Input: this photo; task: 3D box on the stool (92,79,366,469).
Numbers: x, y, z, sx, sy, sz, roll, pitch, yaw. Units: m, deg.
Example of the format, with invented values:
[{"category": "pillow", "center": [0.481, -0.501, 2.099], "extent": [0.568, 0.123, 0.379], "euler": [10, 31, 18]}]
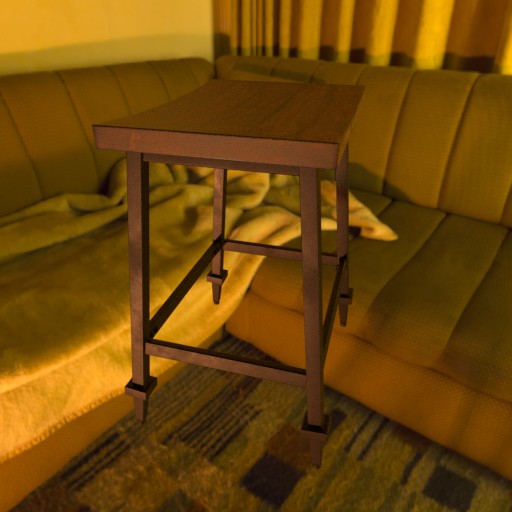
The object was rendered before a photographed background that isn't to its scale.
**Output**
[{"category": "stool", "center": [0.000, 0.000, 0.933], "extent": [0.405, 0.625, 0.486], "euler": [8, 30, 14]}]
